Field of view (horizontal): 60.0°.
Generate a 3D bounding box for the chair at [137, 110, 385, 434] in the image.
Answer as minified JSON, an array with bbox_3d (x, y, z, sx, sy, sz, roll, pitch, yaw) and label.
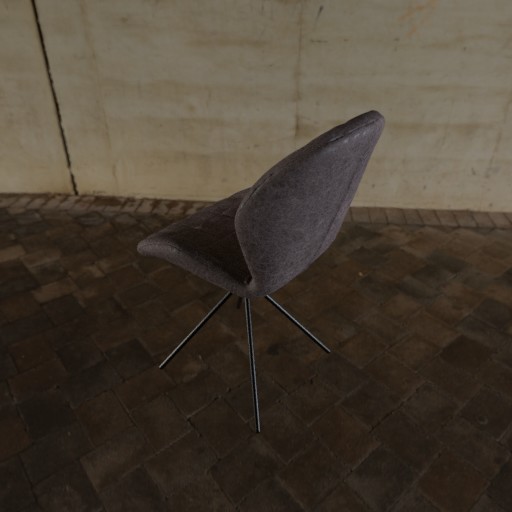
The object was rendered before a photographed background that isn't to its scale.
[{"bbox_3d":[0.000,0.000,1.349,0.640,0.934,0.527,22,38,31],"label":"chair"}]
